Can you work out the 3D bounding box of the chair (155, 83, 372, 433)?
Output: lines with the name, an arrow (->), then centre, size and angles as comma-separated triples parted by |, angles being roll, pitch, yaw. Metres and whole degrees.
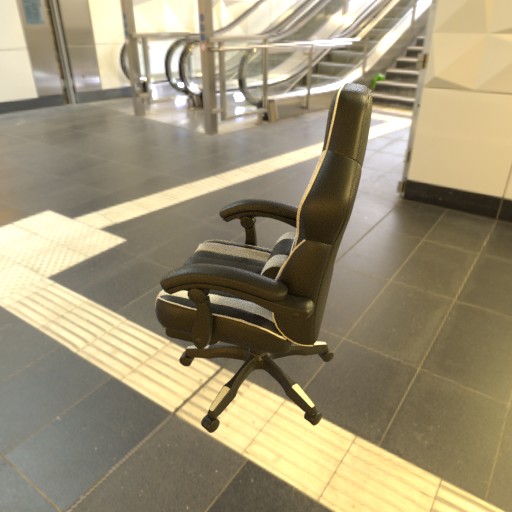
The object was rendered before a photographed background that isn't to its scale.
chair -> 0.000, 0.000, 1.633 | 0.700, 1.200, 0.676 | 7, 30, 13
